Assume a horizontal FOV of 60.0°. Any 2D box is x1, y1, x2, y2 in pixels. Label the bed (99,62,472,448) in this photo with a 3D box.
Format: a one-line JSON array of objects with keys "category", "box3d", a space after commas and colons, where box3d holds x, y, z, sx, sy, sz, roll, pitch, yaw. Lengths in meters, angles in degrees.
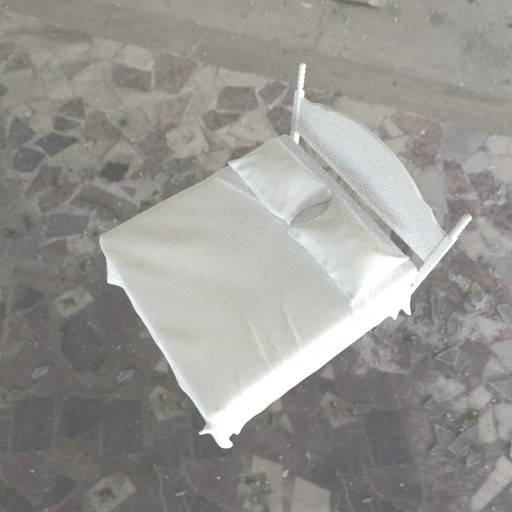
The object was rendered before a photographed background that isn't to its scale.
[{"category": "bed", "box3d": [0.000, 0.000, 3.266, 2.040, 1.356, 1.873, -32, 67, -15]}]
